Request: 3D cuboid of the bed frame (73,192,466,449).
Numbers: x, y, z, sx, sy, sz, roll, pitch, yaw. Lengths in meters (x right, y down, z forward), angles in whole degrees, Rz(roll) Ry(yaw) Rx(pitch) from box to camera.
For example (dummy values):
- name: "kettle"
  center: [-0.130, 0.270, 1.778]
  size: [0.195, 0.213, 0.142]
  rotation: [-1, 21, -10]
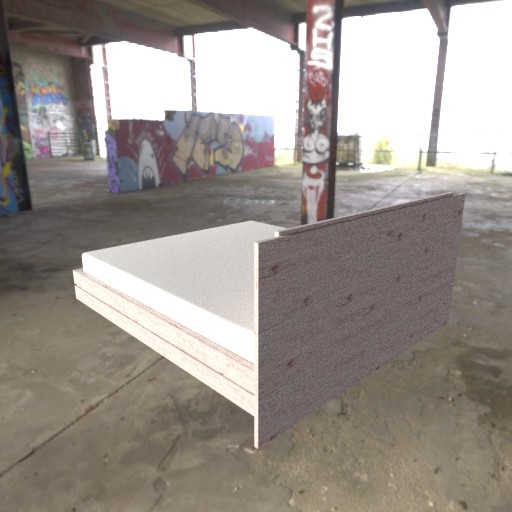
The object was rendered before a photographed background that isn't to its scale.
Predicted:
- name: "bed frame"
  center: [0.000, 0.000, 3.218]
  size: [1.950, 0.970, 2.080]
  rotation: [-15, 22, -41]
